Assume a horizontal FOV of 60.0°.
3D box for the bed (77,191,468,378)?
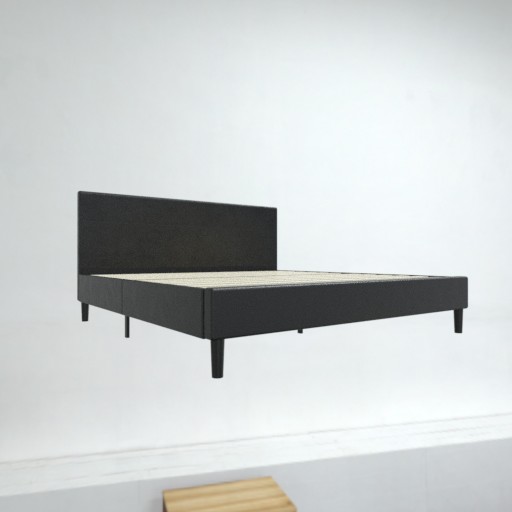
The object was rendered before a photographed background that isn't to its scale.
[{"bbox_3d":[0.000,0.000,3.300,2.018,1.046,2.152,0,0,-36],"label":"bed"}]
